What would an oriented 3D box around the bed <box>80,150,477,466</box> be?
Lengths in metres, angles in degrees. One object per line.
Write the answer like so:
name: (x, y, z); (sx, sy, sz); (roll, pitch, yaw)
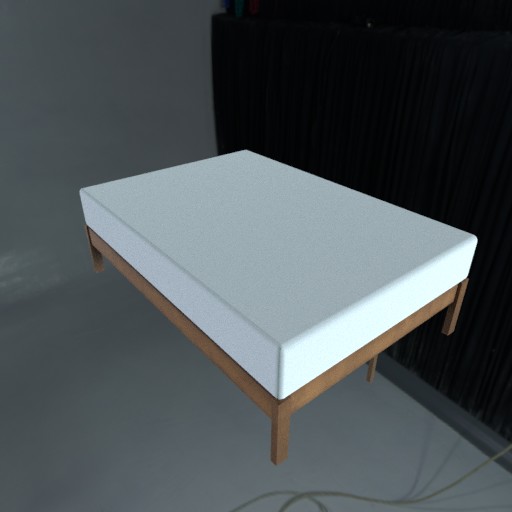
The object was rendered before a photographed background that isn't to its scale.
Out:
bed: (0.000, 0.000, 2.660); (1.348, 0.616, 1.927); (-22, 37, -33)
